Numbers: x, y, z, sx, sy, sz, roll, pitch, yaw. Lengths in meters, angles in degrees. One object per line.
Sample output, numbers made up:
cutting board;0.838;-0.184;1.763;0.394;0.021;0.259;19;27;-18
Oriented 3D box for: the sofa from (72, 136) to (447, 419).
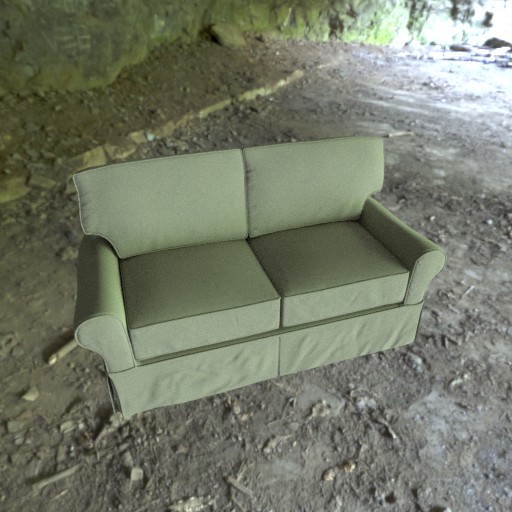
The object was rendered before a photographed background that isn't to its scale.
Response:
sofa;0.000;0.000;2.362;1.823;1.024;0.841;-10;34;-15
